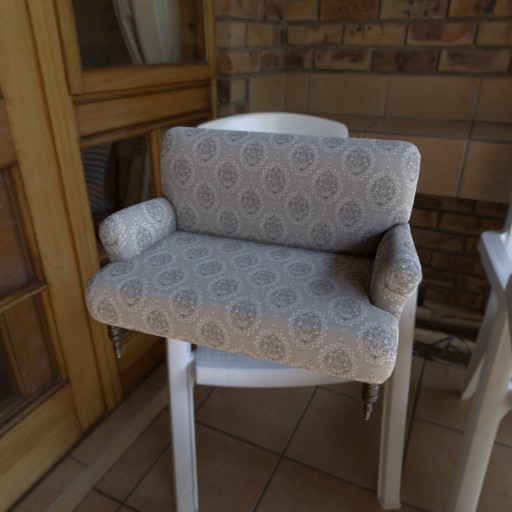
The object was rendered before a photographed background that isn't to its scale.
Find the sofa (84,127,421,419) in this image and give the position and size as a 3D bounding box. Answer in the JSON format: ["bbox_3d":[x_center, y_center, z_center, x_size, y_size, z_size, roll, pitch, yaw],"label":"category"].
[{"bbox_3d":[0.000,0.000,1.869,1.297,0.889,0.779,9,27,18],"label":"sofa"}]
